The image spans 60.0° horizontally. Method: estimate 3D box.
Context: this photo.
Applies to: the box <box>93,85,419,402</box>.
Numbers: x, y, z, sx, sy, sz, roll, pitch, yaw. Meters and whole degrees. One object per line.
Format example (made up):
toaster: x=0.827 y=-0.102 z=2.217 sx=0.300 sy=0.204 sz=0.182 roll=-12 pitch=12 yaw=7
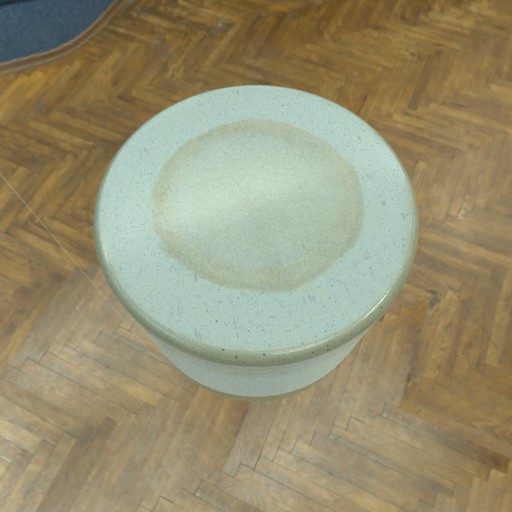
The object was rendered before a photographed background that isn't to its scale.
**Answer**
box: x=0.000 y=0.000 z=0.262 sx=0.154 sy=0.123 sz=0.154 roll=0 pitch=64 yaw=0
